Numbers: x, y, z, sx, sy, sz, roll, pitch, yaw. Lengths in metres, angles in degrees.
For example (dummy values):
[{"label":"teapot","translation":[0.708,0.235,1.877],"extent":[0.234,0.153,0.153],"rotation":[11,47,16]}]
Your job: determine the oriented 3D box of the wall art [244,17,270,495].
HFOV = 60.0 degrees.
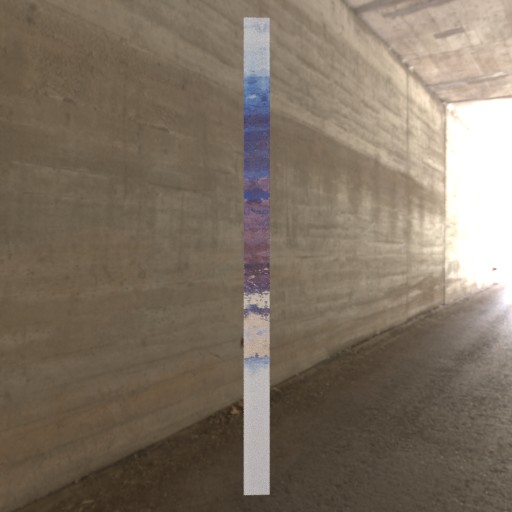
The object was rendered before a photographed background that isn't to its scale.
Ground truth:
[{"label":"wall art","translation":[0.000,0.000,1.103],"extent":[0.048,0.874,0.583],"rotation":[0,1,0]}]
